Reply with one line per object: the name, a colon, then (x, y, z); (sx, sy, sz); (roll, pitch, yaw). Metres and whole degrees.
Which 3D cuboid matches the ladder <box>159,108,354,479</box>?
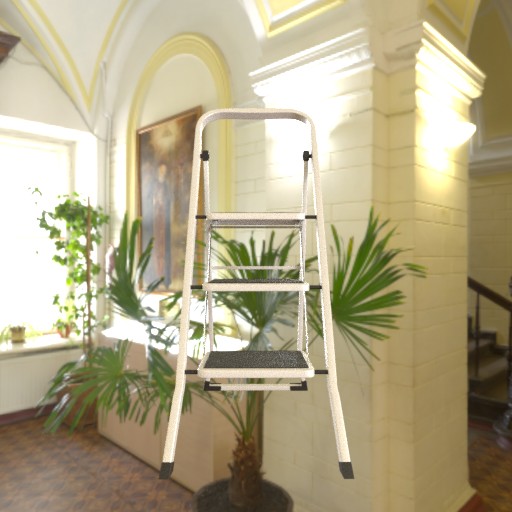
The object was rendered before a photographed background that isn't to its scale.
ladder: (0.000, 0.000, 1.396); (0.460, 1.050, 0.711); (0, 0, 0)
